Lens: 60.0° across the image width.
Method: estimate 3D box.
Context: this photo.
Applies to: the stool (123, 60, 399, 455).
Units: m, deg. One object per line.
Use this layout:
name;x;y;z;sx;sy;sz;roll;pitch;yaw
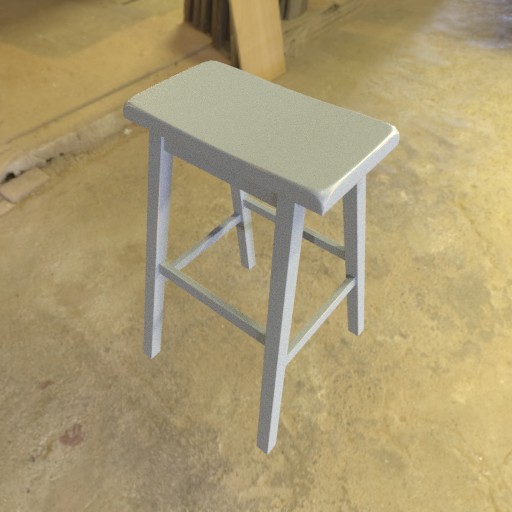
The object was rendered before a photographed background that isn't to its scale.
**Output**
stool;0.000;0.000;1.051;0.457;0.737;0.476;31;54;26
